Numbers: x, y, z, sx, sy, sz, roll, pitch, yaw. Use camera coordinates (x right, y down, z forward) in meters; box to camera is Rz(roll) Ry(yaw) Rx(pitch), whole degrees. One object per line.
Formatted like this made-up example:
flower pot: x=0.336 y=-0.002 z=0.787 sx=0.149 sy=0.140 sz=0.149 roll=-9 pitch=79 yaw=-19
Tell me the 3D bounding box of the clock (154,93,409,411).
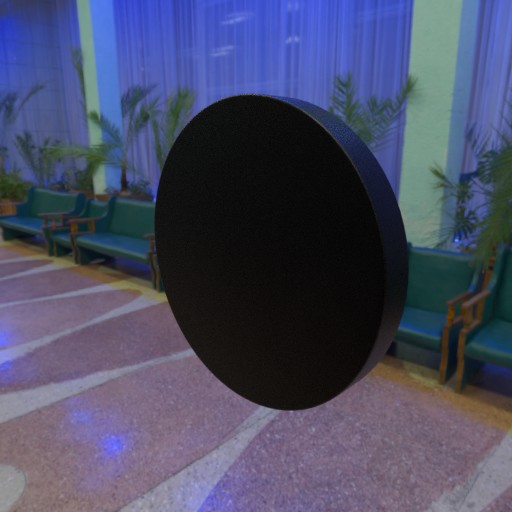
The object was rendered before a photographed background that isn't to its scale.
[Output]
clock: x=0.000 y=0.000 z=0.458 sx=0.314 sy=0.314 sz=0.040 roll=14 pitch=20 yaw=42
